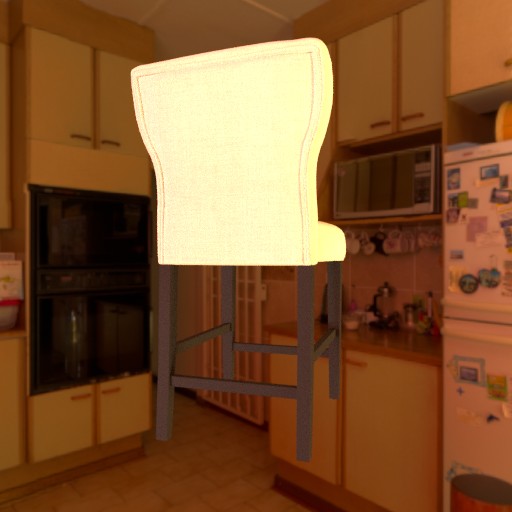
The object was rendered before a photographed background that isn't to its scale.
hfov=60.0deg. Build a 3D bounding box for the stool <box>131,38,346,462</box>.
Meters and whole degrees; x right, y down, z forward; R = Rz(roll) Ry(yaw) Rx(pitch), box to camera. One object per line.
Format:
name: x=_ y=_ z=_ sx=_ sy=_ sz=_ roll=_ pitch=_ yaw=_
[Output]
stool: x=0.000 y=0.000 z=1.313 sx=0.514 sy=0.972 sz=0.603 roll=0 pitch=0 yaw=18
